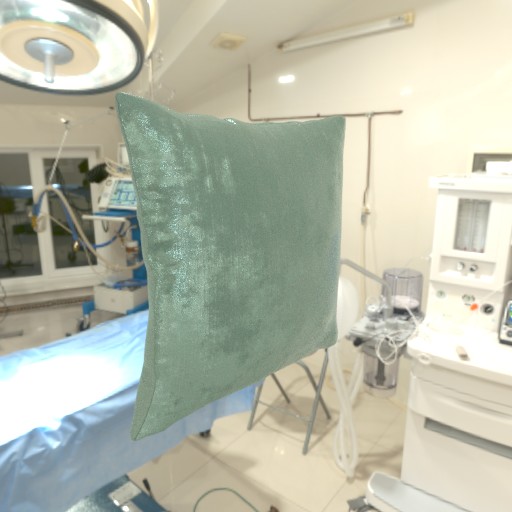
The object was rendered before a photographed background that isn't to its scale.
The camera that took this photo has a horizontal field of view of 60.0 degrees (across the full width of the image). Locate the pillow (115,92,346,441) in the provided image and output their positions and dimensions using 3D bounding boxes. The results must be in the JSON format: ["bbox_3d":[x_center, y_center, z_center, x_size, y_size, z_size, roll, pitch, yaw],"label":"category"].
[{"bbox_3d":[0.000,0.000,0.719,0.175,0.464,0.470,13,19,43],"label":"pillow"}]
